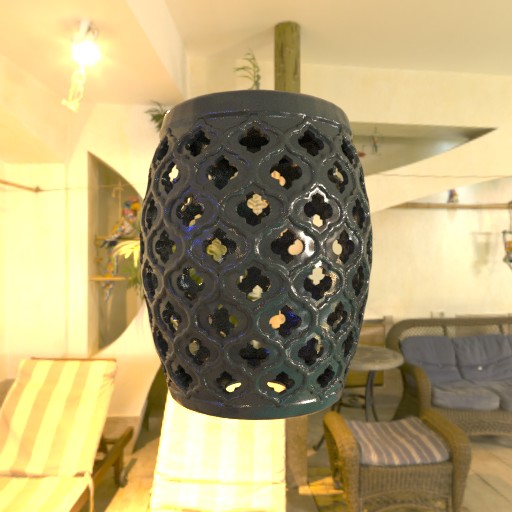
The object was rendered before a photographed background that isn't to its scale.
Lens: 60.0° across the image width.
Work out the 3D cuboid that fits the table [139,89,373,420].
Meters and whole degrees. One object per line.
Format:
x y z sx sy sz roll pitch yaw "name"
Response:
0.000 0.000 0.638 0.325 0.388 0.325 0 0 0 "table"
